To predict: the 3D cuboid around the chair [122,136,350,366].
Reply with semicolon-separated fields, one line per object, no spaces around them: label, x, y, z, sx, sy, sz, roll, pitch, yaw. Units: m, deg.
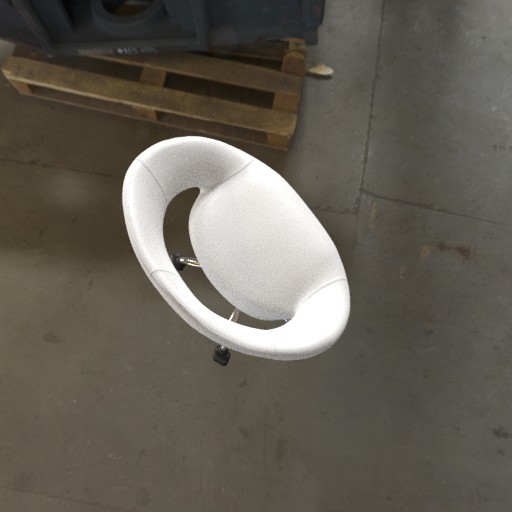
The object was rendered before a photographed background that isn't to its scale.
chair;0.000;0.000;1.187;0.538;0.791;0.612;-34;78;-8
